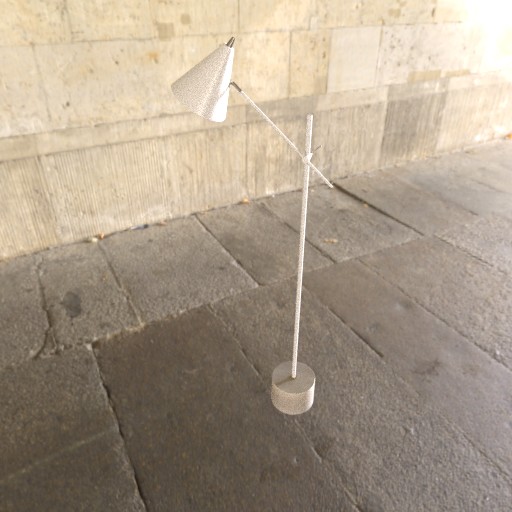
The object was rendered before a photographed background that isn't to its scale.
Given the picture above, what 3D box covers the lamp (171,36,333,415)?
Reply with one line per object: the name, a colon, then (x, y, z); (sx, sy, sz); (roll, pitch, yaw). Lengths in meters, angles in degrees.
lamp: (0.000, 0.000, 1.607); (0.508, 1.430, 0.223); (9, 33, 14)
